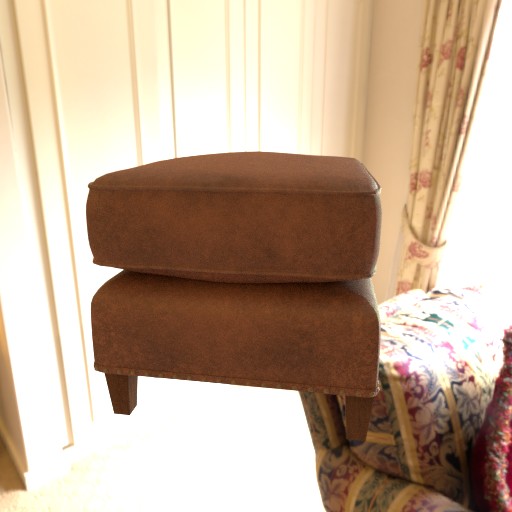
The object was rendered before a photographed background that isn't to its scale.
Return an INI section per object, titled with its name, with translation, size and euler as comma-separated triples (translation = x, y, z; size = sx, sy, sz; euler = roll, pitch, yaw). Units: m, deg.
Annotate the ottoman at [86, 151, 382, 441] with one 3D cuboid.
[ottoman]
translation = 0.000, 0.000, 1.169
size = 0.589, 0.537, 0.738
euler = 3, 17, 9
